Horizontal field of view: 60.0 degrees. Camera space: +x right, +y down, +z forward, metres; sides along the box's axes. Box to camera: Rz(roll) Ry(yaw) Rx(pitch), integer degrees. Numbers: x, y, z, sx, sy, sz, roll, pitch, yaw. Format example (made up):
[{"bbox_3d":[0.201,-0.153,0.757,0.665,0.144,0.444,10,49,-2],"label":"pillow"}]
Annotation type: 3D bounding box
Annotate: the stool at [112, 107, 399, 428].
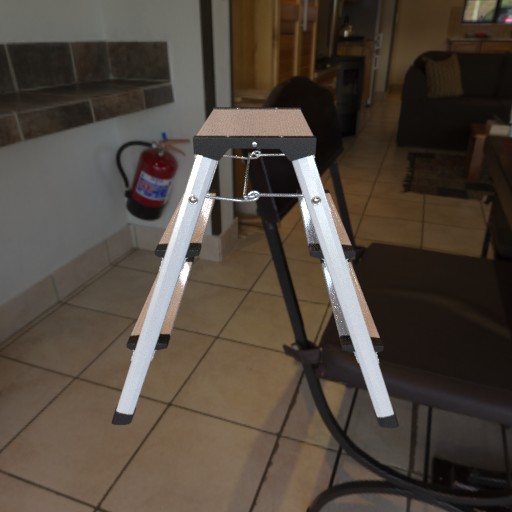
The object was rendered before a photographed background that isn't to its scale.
[{"bbox_3d":[0.000,0.000,1.015,0.622,0.605,0.437,0,27,1],"label":"stool"}]
